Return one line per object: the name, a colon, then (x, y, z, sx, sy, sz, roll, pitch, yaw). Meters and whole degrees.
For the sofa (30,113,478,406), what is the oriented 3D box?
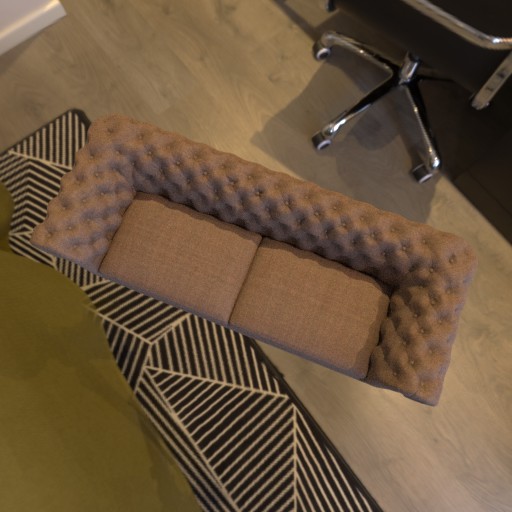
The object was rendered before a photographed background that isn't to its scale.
sofa: (0.000, 0.000, 2.746, 2.385, 0.787, 0.944, 21, 77, 5)
